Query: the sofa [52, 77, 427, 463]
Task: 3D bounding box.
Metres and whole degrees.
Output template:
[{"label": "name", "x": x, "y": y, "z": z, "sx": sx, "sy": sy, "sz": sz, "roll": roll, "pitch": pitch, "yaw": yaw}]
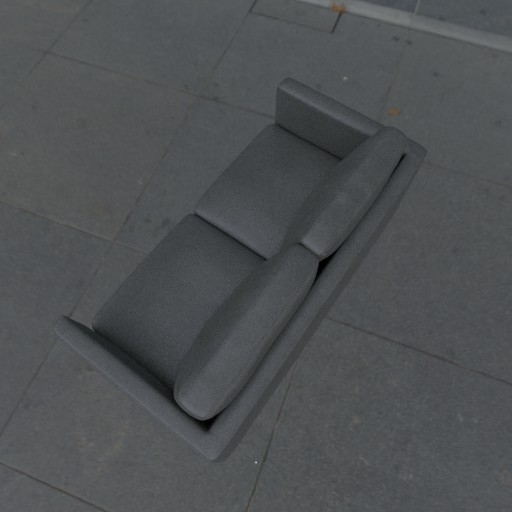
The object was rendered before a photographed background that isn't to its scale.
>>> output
[{"label": "sofa", "x": 0.000, "y": 0.000, "z": 2.407, "sx": 0.951, "sy": 0.933, "sz": 1.883, "roll": 33, "pitch": 69, "yaw": 14}]
